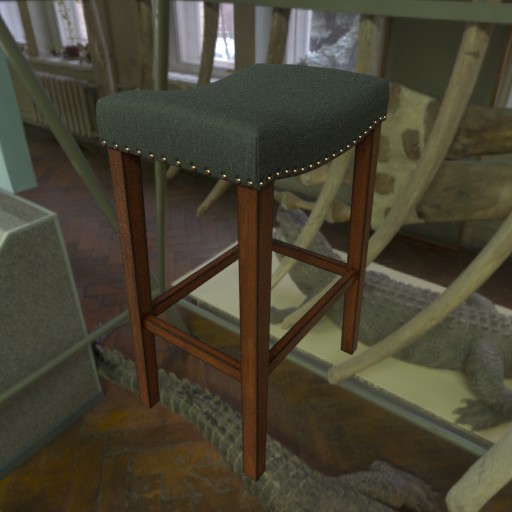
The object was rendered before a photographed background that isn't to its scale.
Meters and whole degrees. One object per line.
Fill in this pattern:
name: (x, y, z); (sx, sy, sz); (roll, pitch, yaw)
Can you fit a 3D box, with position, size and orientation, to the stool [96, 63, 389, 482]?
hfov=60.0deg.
stool: (0.000, 0.000, 1.015); (0.366, 0.760, 0.502); (21, 37, 30)
